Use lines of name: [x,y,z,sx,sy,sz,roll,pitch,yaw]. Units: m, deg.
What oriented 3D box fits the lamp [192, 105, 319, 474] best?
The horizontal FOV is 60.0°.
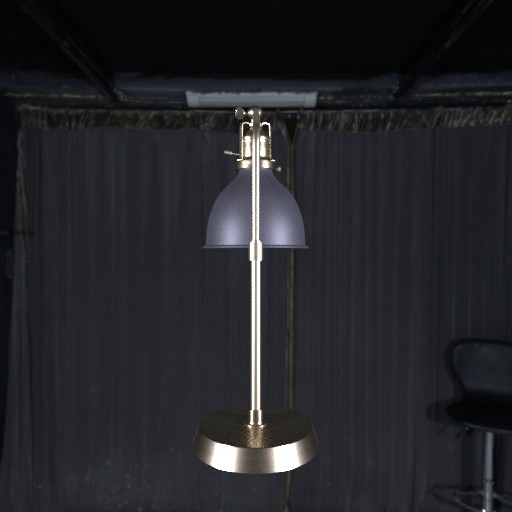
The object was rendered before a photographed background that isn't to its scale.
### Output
lamp: [0.000,0.000,0.610,0.160,0.456,0.291,0,0,0]
